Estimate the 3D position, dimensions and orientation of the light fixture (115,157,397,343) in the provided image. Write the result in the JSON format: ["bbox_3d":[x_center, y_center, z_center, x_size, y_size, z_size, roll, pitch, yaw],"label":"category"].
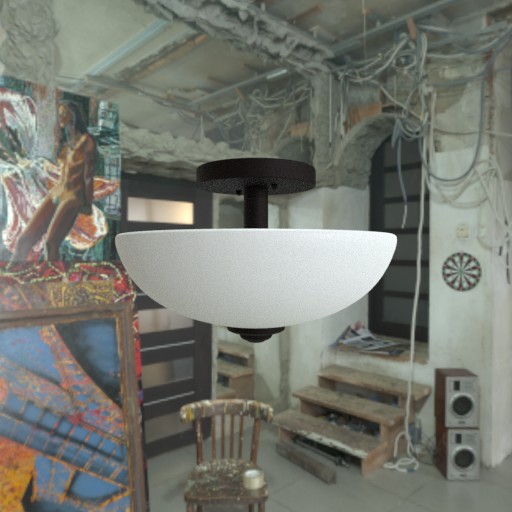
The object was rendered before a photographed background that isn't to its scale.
[{"bbox_3d":[0.000,0.000,0.546,0.331,0.212,0.331,0,0,0],"label":"light fixture"}]
